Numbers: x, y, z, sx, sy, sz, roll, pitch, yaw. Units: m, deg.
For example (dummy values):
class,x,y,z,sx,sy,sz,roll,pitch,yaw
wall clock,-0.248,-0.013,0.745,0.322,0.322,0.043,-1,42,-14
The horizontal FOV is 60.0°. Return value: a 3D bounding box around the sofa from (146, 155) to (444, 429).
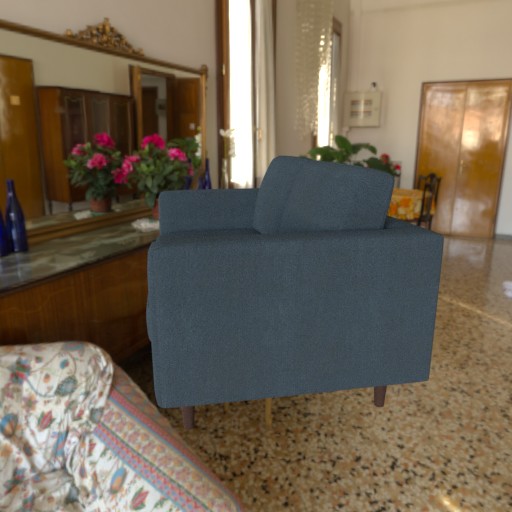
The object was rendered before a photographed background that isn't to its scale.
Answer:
class,x,y,z,sx,sy,sz,roll,pitch,yaw
sofa,0.000,0.000,2.165,0.999,0.930,1.518,-3,15,-10
